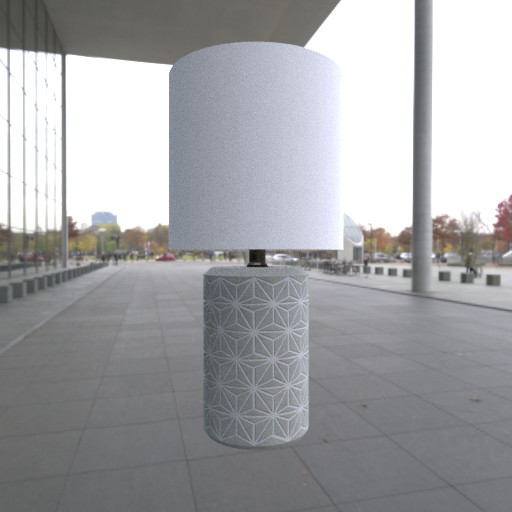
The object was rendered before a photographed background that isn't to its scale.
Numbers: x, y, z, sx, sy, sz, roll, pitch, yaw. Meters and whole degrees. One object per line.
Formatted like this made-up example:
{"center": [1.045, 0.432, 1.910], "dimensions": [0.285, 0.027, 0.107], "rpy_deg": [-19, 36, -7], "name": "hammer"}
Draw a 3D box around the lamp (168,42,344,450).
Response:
{"center": [0.000, 0.000, 0.533], "dimensions": [0.206, 0.416, 0.206], "rpy_deg": [0, 0, 1], "name": "lamp"}
